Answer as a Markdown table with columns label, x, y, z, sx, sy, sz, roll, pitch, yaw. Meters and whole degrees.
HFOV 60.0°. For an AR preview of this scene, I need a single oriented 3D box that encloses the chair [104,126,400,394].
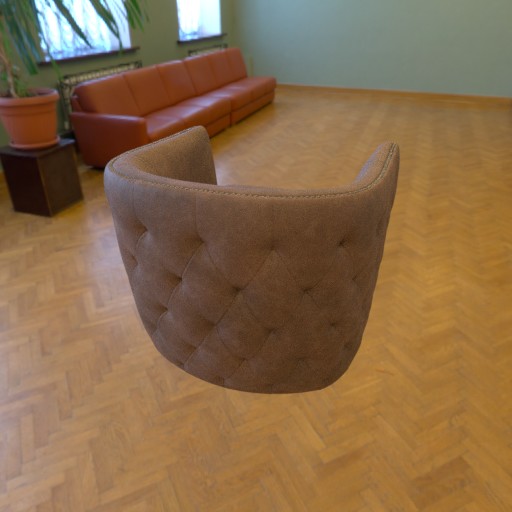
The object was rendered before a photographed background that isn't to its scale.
| label | x | y | z | sx | sy | sz | roll | pitch | yaw |
| --- | --- | --- | --- | --- | --- | --- | --- | --- | --- |
| chair | 0.000 | 0.000 | 1.530 | 0.850 | 0.790 | 0.870 | 9 | 31 | 16 |
